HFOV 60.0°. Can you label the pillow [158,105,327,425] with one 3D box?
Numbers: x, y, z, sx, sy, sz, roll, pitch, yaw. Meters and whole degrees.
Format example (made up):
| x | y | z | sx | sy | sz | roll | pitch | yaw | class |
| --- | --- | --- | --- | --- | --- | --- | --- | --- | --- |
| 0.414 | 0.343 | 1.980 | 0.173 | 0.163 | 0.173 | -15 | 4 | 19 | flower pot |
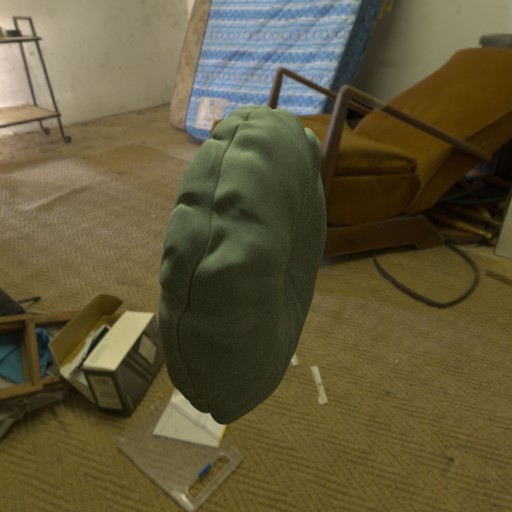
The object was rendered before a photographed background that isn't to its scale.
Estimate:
| x | y | z | sx | sy | sz | roll | pitch | yaw | class |
| --- | --- | --- | --- | --- | --- | --- | --- | --- | --- |
| 0.000 | 0.000 | 0.634 | 0.148 | 0.407 | 0.428 | 11 | 32 | 18 | pillow |
